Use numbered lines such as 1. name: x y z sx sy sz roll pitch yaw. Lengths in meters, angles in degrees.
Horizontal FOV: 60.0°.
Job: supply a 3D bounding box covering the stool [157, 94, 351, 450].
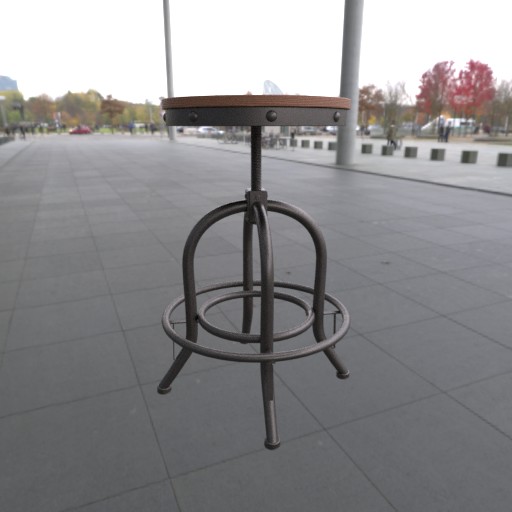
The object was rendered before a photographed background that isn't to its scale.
1. stool: 0.000 0.000 0.919 0.439 0.609 0.439 -2 17 -8
